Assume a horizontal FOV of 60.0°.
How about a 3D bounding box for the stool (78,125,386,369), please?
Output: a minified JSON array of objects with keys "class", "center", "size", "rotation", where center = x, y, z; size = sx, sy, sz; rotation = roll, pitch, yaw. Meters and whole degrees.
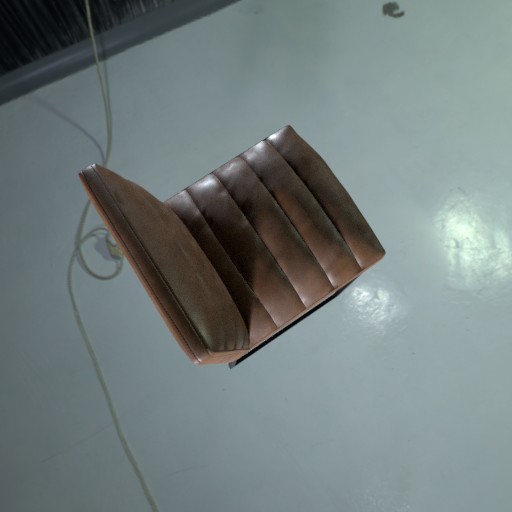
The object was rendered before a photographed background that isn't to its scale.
[{"class":"stool","center":[0.000,0.000,1.348],"size":[0.562,1.065,0.463],"rotation":[-33,78,-8]}]
